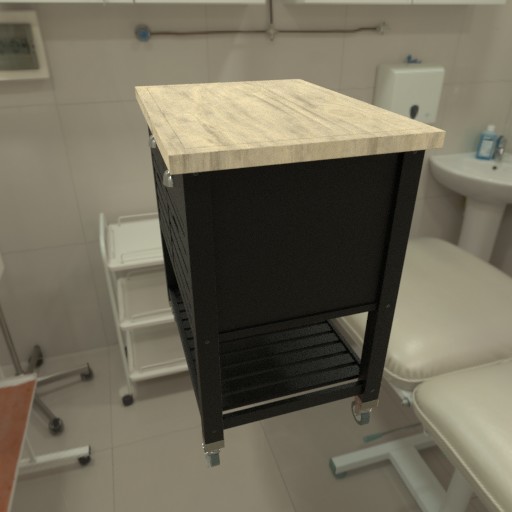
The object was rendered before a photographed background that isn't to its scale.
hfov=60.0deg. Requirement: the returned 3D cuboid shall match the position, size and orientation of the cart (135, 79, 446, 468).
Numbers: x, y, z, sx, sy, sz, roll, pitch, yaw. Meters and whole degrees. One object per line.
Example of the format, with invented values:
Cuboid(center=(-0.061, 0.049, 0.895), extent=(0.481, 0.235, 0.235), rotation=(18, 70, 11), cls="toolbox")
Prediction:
Cuboid(center=(0.000, 0.000, 1.392), extent=(0.567, 0.920, 0.797), rotation=(-9, 31, -15), cls="cart")
